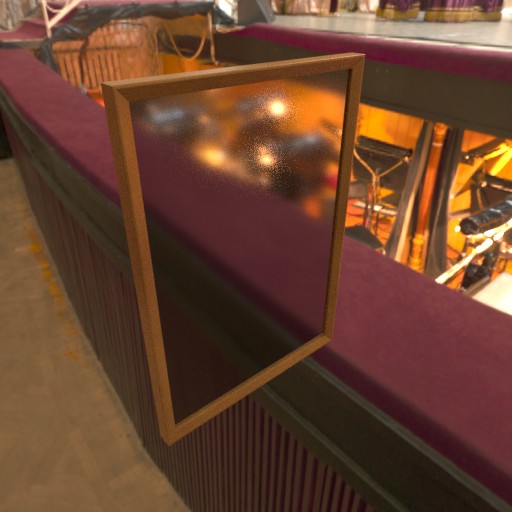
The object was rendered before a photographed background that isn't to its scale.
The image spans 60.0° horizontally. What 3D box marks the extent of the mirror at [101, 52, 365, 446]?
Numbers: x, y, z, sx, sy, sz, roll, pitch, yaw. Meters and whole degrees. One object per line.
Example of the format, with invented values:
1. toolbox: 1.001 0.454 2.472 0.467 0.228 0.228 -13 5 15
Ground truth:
1. mirror: 0.000 0.000 0.892 0.507 0.710 0.039 -23 38 -34
